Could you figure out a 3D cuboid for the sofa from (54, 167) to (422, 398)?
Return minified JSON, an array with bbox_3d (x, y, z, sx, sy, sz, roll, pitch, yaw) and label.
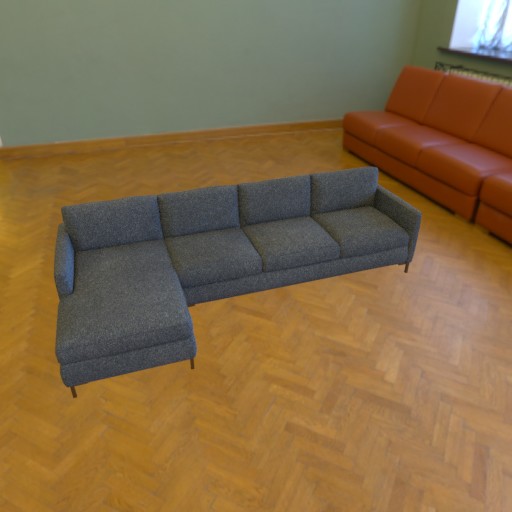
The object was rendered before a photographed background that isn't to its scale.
[{"bbox_3d":[0.000,0.000,3.486,2.932,0.810,1.350,-10,32,-16],"label":"sofa"}]
